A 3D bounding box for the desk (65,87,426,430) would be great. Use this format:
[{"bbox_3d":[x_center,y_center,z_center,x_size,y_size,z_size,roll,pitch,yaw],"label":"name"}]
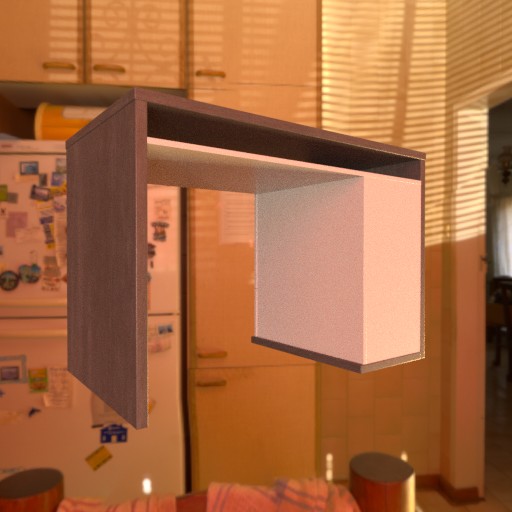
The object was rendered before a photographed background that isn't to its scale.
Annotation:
[{"bbox_3d":[0.000,0.000,1.534,1.100,0.750,0.600,-1,1,-37],"label":"desk"}]
